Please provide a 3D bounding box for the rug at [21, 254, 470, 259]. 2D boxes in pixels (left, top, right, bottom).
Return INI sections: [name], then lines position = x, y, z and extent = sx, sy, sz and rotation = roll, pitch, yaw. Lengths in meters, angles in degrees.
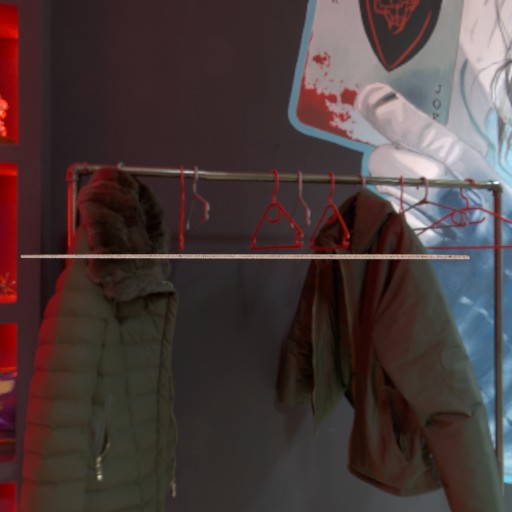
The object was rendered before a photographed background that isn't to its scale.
[rug]
position = 0.000, 0.000, 2.866
extent = 2.280, 0.015, 1.521
rotation = 0, 0, 17
